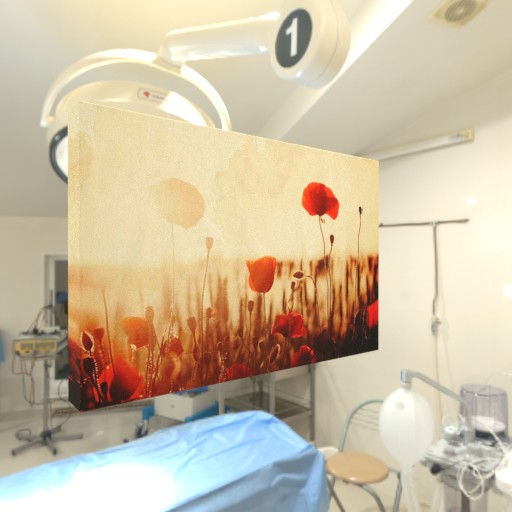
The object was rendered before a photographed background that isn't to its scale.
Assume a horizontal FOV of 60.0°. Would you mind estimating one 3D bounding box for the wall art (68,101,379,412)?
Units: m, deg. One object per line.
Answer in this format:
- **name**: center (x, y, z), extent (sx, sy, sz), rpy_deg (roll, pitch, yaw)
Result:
- **wall art**: center (0.000, 0.000, 0.486), extent (0.383, 0.251, 0.037), rpy_deg (0, 0, -37)
